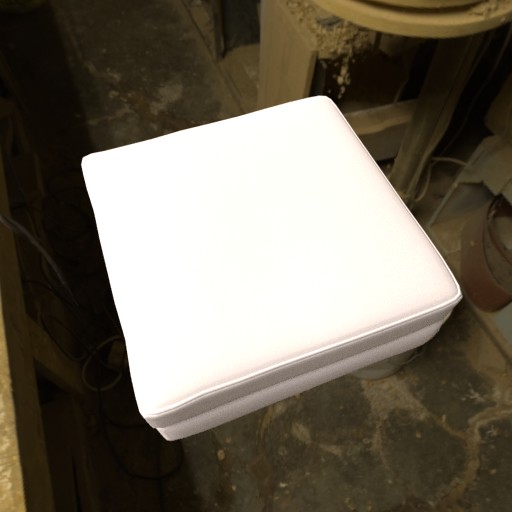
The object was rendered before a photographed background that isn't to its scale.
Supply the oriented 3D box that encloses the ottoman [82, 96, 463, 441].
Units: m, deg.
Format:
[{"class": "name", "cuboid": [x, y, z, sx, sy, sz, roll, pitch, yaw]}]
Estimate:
[{"class": "ottoman", "cuboid": [0.000, 0.000, 1.374, 0.838, 0.479, 0.838, -18, 61, -11]}]
